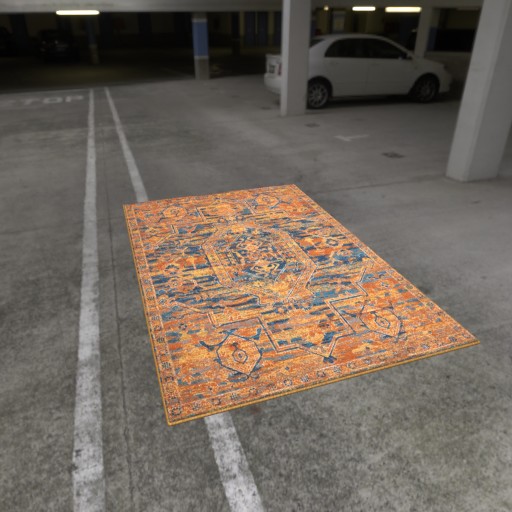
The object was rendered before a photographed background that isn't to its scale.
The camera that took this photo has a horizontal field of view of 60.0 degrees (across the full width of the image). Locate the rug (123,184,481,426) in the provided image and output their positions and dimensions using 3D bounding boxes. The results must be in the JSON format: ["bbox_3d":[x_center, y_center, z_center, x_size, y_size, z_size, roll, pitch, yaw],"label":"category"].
[{"bbox_3d":[0.000,0.000,2.186,1.148,0.013,1.758,-10,31,-16],"label":"rug"}]
